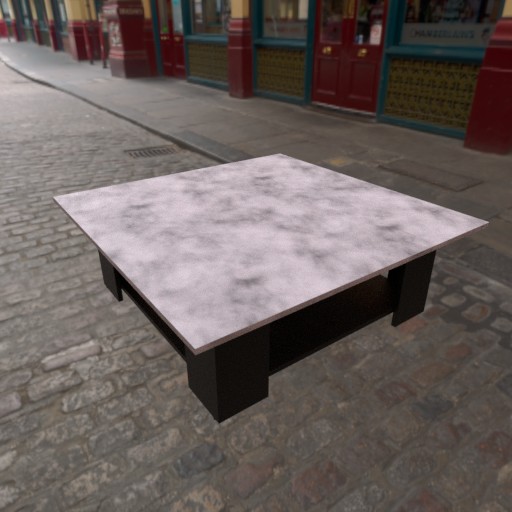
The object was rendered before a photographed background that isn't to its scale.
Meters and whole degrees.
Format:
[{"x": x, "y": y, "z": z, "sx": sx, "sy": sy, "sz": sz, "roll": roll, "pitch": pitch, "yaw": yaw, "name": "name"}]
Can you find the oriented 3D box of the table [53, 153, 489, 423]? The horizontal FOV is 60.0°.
[{"x": 0.000, "y": 0.000, "z": 1.338, "sx": 0.890, "sy": 0.305, "sz": 0.890, "roll": -18, "pitch": 33, "yaw": -31, "name": "table"}]
